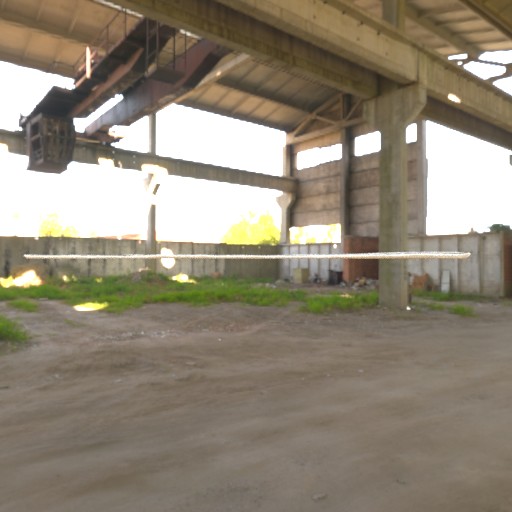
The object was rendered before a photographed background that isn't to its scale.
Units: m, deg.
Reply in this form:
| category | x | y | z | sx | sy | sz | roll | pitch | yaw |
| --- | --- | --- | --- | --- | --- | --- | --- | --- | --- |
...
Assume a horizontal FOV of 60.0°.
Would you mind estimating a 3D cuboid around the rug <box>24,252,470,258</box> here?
| category | x | y | z | sx | sy | sz | roll | pitch | yaw |
| --- | --- | --- | --- | --- | --- | --- | --- | --- | --- |
| rug | 0.000 | 0.000 | 3.014 | 2.447 | 0.036 | 1.537 | 0 | 0 | 18 |
